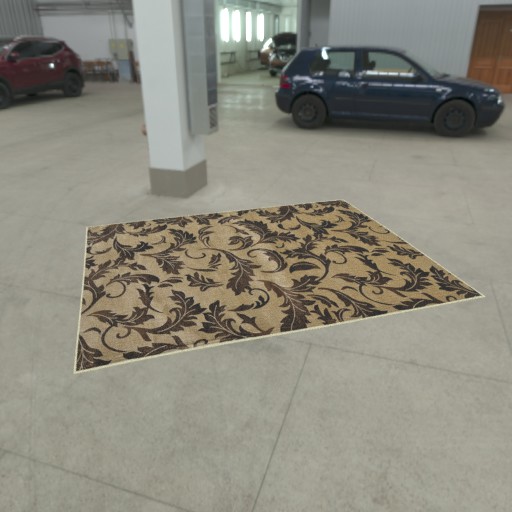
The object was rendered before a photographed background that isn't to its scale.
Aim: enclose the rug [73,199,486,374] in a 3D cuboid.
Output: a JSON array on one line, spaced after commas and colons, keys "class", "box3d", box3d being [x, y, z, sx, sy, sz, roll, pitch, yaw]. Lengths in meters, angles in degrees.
[{"class": "rug", "box3d": [0.000, 0.000, 4.012, 2.977, 0.008, 2.380, -8, 27, -15]}]
